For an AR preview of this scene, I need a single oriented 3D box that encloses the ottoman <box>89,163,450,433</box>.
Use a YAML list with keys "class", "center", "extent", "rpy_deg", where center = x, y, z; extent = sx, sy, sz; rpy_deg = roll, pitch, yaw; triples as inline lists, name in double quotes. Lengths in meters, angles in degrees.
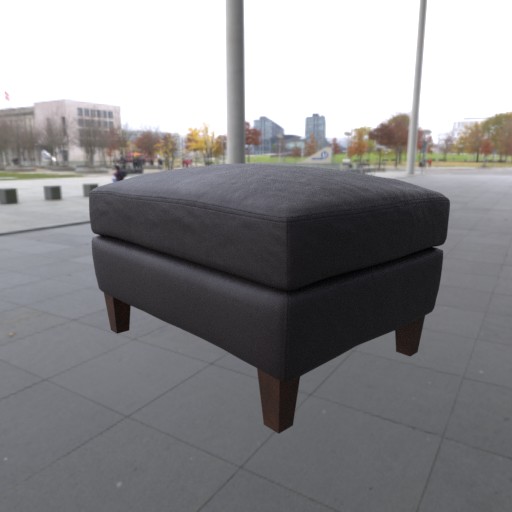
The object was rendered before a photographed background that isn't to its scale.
- class: "ottoman"
  center: [0.000, 0.000, 1.300]
  extent: [0.659, 0.529, 0.887]
  rpy_deg: [-11, 17, -42]
